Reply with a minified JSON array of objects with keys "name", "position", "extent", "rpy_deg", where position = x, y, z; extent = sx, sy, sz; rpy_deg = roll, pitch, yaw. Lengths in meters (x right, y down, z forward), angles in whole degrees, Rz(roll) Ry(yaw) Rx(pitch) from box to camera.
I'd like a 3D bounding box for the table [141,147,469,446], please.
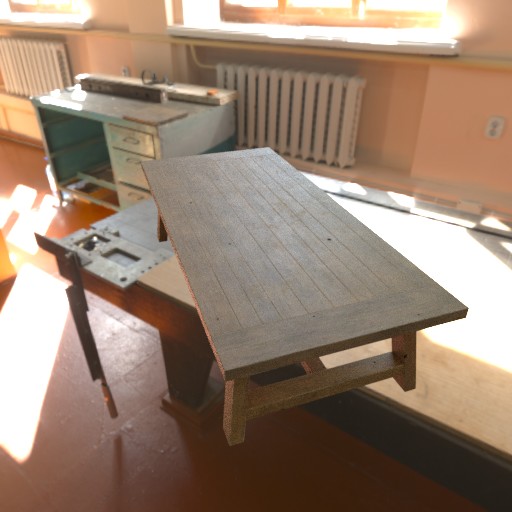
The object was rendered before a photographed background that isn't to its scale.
[{"name":"table","position":[0.000,0.000,2.155],"extent":[0.820,0.465,1.800],"rpy_deg":[-10,33,-17]}]
